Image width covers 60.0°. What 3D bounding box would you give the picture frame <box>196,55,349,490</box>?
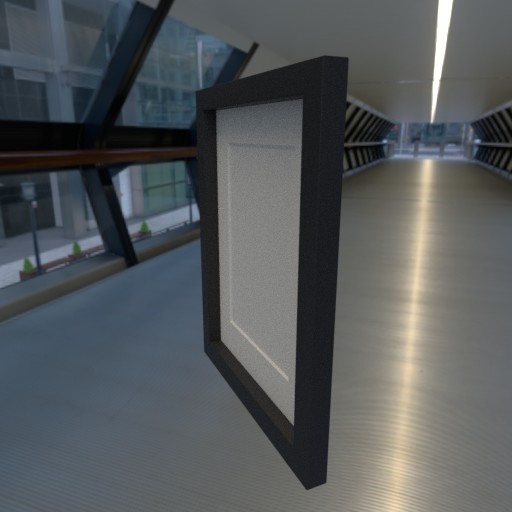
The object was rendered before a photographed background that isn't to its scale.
[{"bbox_3d":[0.000,0.000,0.513,0.036,0.383,0.307,-7,17,-24],"label":"picture frame"}]
